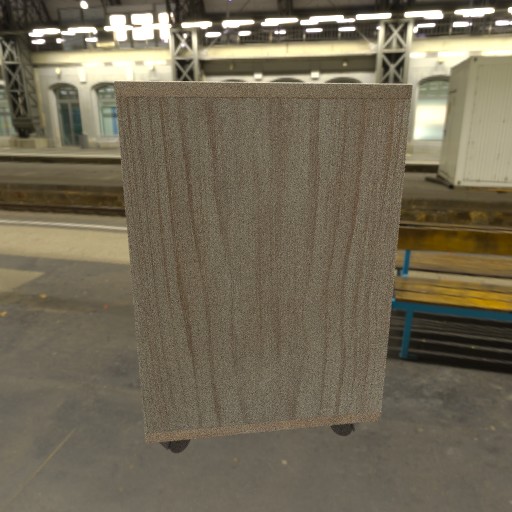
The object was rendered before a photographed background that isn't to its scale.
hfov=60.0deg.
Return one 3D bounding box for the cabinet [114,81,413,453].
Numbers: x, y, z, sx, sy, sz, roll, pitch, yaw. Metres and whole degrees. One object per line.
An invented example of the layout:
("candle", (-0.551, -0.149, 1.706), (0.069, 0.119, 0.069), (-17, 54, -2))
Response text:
("cabinet", (0.000, 0.000, 0.833), (0.401, 0.579, 0.409), (-2, 17, -8))
